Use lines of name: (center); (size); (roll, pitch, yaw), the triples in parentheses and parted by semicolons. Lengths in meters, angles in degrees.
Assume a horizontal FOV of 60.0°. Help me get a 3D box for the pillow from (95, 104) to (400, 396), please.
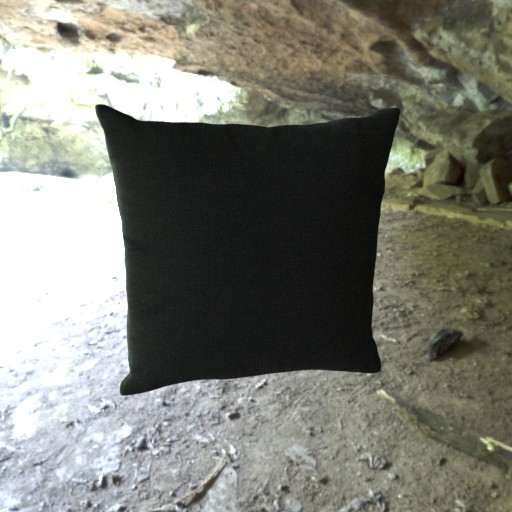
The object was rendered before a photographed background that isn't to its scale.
pillow: (0.000, 0.000, 0.672); (0.432, 0.432, 0.139); (-2, 16, -9)
